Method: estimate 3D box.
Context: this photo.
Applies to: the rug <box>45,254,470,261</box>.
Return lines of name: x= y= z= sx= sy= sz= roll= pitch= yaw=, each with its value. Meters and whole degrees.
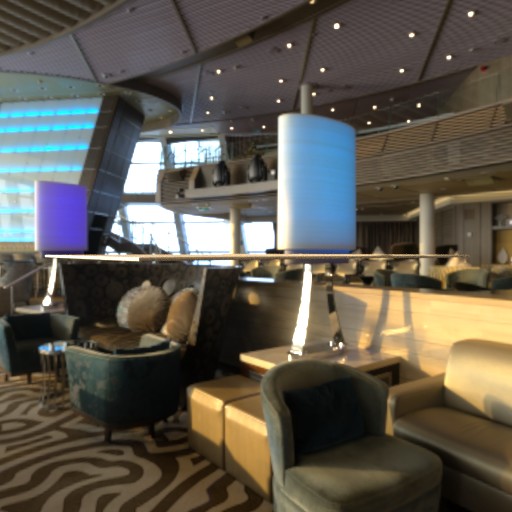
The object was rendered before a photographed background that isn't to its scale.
rug: x=0.000 y=0.000 z=4.737 sx=3.659 sy=0.037 sz=2.734 roll=0 pitch=1 yaw=-36
